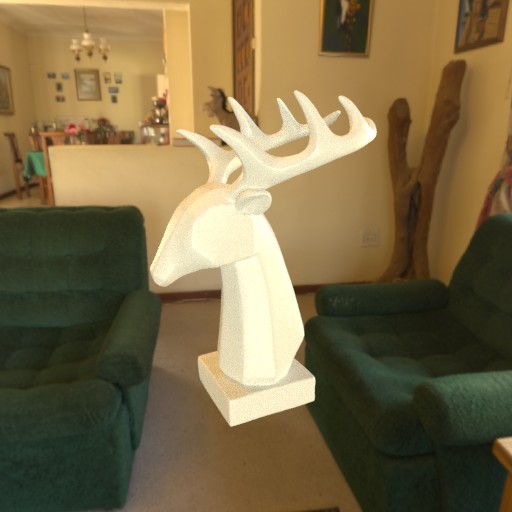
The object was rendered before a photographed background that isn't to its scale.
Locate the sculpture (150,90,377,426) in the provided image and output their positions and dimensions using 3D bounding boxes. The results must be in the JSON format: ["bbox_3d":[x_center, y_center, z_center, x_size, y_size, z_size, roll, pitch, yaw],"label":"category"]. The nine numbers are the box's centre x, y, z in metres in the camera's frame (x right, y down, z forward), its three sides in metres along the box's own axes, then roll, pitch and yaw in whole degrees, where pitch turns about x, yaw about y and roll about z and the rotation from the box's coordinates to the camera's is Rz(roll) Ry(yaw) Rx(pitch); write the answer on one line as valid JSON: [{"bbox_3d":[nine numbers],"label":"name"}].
[{"bbox_3d":[0.000,0.000,0.473,0.224,0.329,0.174,-8,18,-24],"label":"sculpture"}]
